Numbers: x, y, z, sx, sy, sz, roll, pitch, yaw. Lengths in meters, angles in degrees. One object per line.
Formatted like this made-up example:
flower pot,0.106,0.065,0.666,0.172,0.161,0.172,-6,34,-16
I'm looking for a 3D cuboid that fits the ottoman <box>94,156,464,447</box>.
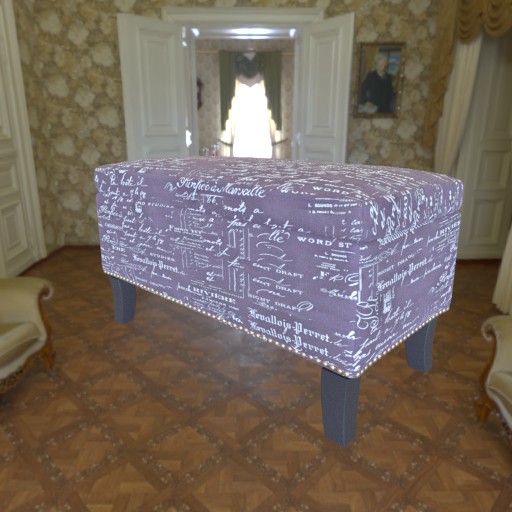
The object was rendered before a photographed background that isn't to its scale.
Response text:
ottoman,0.000,0.000,1.076,0.813,0.457,0.406,15,22,41
